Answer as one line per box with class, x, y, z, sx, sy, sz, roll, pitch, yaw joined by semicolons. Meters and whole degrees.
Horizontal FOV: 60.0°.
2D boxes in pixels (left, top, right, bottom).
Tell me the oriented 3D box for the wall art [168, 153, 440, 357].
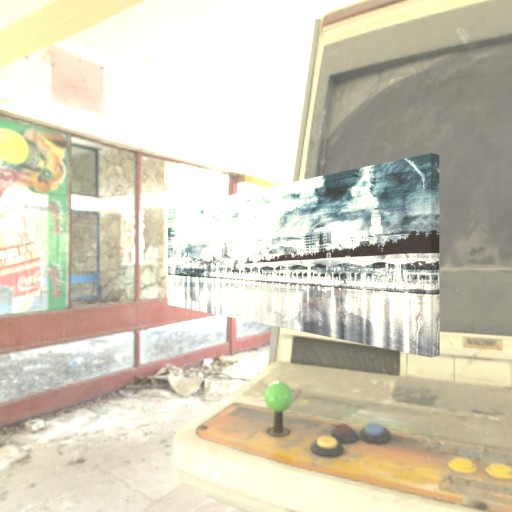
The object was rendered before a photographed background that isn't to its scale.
wall art;0.000;0.000;1.725;0.037;0.509;1.524;0;0;-36
